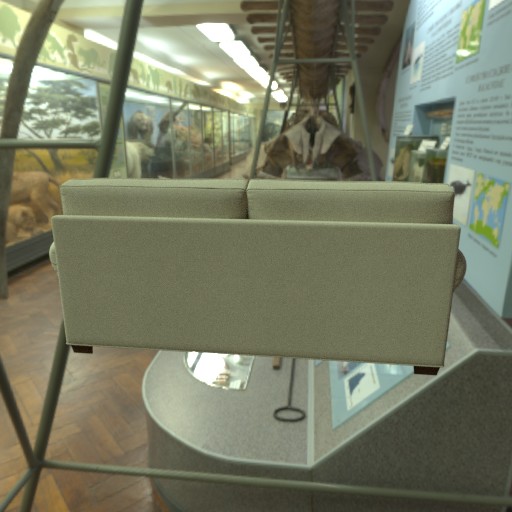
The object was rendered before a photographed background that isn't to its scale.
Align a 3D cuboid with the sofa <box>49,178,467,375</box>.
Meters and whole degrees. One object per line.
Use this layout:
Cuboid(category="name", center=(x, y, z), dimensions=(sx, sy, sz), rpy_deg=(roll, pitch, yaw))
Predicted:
Cuboid(category="sofa", center=(0.000, 0.000, 2.627), dimensions=(2.146, 0.962, 0.901), rpy_deg=(2, 16, 7))
